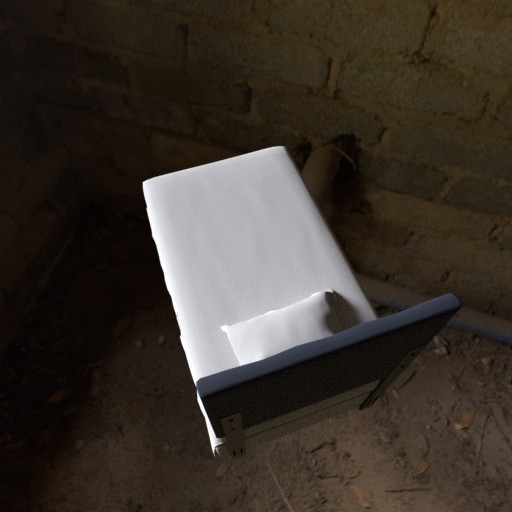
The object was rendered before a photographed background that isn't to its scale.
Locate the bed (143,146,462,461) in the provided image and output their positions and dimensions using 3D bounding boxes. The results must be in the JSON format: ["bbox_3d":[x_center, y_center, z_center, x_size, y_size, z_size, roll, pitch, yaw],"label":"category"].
[{"bbox_3d":[0.000,0.000,2.880,1.261,1.571,1.997,-17,59,-10],"label":"bed"}]
